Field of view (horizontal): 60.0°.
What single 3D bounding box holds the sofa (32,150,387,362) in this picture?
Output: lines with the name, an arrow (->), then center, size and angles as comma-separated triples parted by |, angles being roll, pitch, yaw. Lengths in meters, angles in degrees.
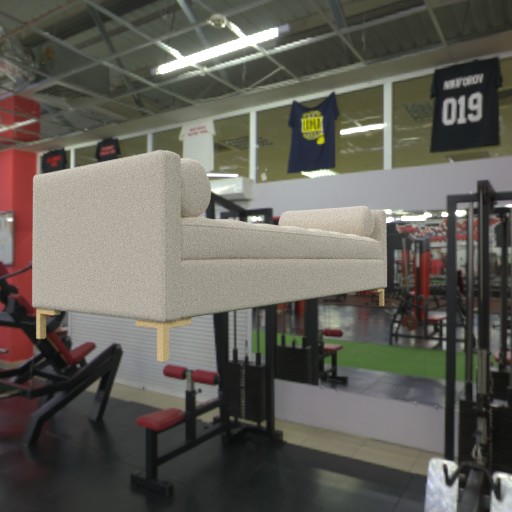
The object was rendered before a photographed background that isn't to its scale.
sofa -> 0.000, 0.000, 2.296 | 0.746, 0.641, 1.985 | 0, -1, 35
